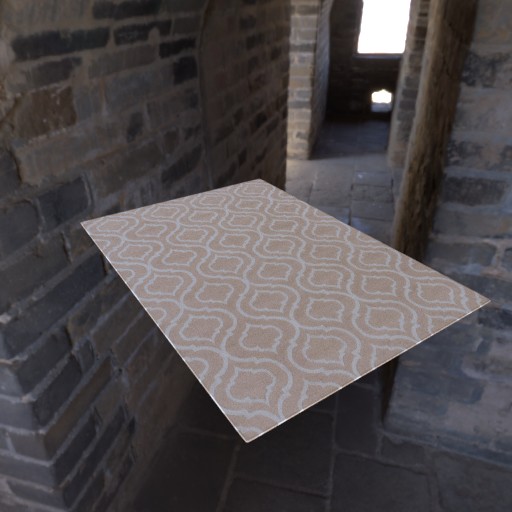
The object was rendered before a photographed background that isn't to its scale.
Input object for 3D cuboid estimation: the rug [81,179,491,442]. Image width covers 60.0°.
[{"bbox_3d":[0.000,0.000,2.706,1.524,0.010,2.134,-19,35,-29],"label":"rug"}]
